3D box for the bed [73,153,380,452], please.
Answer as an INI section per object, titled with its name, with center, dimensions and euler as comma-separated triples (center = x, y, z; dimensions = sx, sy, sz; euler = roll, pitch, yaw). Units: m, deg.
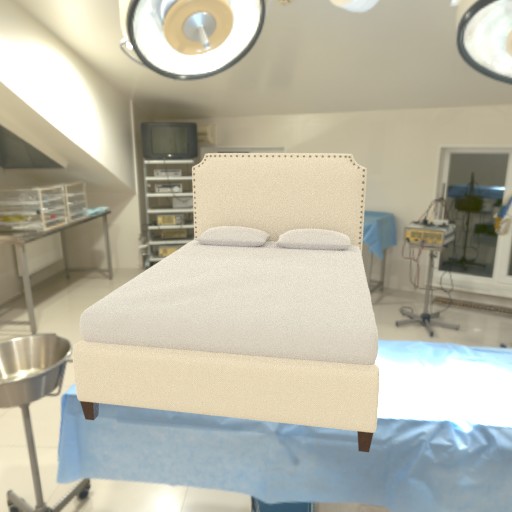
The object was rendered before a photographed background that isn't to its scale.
[bed]
center = 0.000, 0.000, 3.388
dimensions = 1.712, 1.497, 2.372
euler = 2, 14, 10
